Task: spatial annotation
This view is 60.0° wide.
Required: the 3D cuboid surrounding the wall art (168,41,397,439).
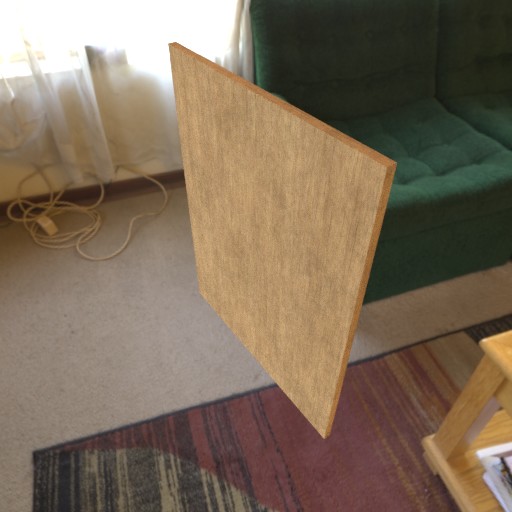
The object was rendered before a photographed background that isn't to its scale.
[{"bbox_3d":[0.000,0.000,0.901,0.018,0.686,0.534,-26,49,-26],"label":"wall art"}]
